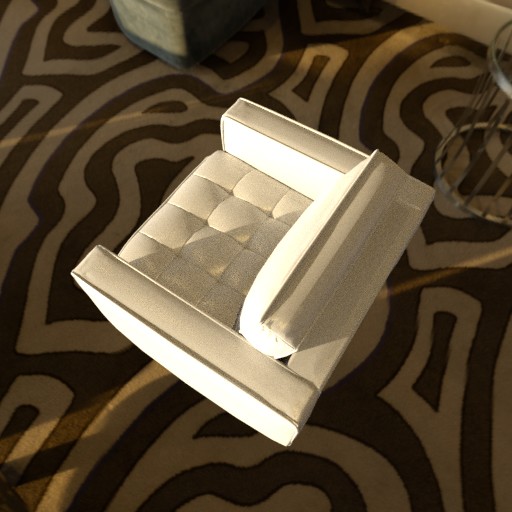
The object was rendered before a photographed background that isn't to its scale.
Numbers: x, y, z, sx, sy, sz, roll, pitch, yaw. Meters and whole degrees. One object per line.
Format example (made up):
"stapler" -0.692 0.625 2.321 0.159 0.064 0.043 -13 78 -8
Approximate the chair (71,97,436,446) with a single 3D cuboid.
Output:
"chair" 0.000 0.000 1.539 0.843 0.773 0.928 30 65 15
